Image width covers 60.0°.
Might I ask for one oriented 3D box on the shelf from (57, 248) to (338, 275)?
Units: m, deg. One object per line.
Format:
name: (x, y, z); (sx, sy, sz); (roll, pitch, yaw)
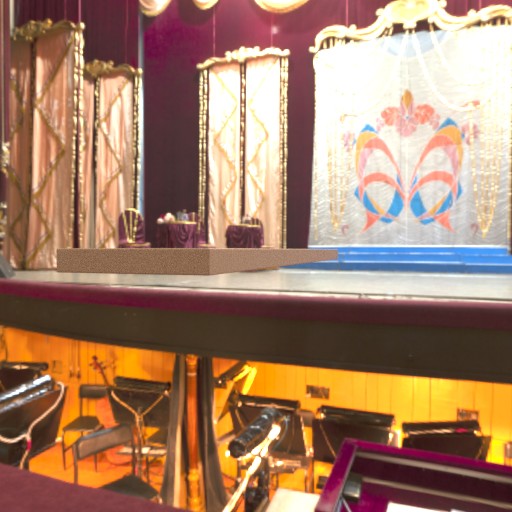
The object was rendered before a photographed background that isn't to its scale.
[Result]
shelf: (0.000, 0.000, 0.633); (0.140, 0.020, 0.610); (0, 1, 19)
